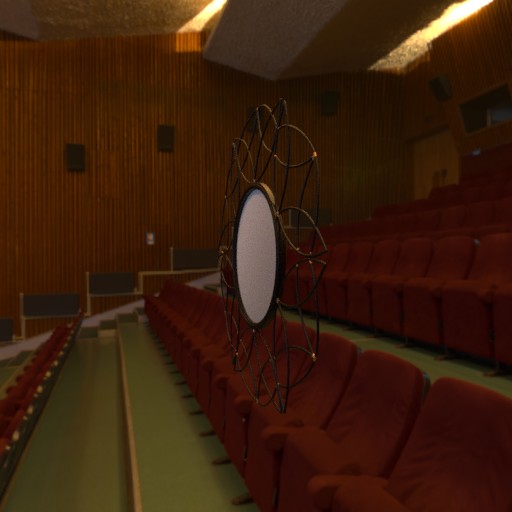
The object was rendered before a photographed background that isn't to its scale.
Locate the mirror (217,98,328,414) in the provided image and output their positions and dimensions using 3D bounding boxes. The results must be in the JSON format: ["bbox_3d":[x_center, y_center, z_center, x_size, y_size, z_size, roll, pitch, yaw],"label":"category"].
[{"bbox_3d":[0.000,0.000,1.157,0.028,0.775,0.797,0,0,-19],"label":"mirror"}]
